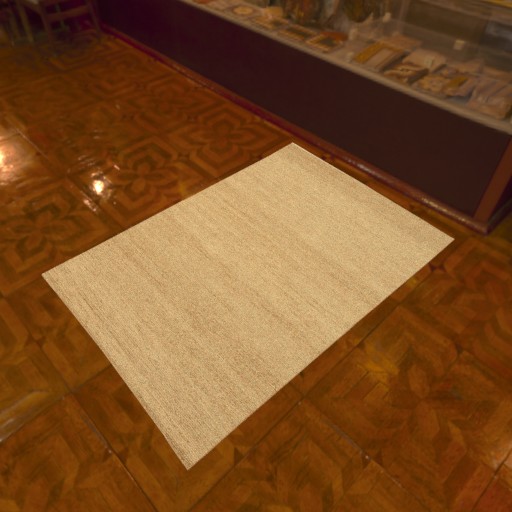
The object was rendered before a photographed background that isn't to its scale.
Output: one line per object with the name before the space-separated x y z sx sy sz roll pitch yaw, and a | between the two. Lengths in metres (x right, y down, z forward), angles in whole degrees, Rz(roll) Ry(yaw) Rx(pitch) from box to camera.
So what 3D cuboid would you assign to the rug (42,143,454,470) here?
rug | 0.000 0.000 2.961 2.283 0.030 1.596 -33 55 -27
